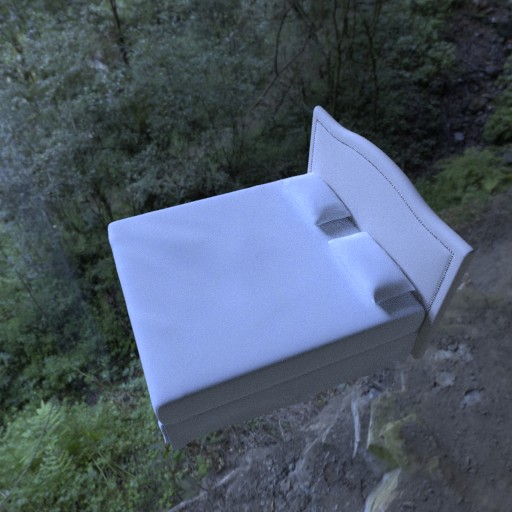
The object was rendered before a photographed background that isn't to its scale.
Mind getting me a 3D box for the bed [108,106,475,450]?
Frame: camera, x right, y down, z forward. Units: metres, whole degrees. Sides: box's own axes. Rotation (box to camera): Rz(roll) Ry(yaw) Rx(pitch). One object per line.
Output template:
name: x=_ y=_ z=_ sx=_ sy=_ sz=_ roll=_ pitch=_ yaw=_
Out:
bed: x=0.000 y=0.000 z=3.603 sx=2.182 sy=1.421 sz=2.083 roll=-16 pitch=48 yaw=-15
